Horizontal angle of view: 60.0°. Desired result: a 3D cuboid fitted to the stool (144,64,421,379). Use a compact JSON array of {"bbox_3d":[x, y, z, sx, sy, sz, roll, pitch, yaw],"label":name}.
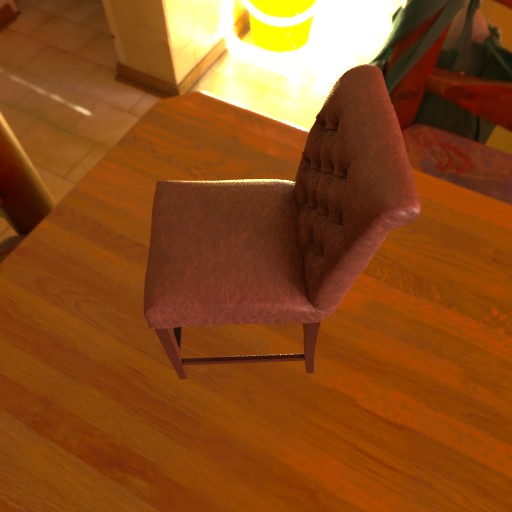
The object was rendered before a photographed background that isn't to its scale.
[{"bbox_3d":[0.000,0.000,1.431,0.660,1.084,0.486,-2,59,-1],"label":"stool"}]
